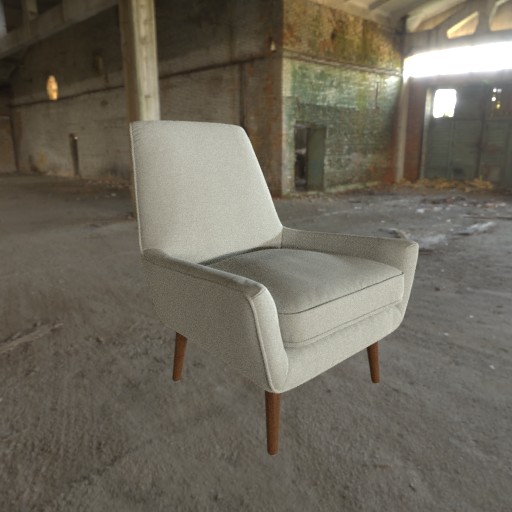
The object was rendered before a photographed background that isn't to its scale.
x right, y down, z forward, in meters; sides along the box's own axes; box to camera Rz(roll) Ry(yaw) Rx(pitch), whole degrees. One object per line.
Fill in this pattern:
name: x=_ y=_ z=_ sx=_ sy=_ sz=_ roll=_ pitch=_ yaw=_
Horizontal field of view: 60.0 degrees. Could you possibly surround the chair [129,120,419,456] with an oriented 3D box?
chair: x=0.000 y=0.000 z=1.485 sx=0.787 sy=0.888 sz=0.822 roll=-13 pitch=19 yaw=-43
